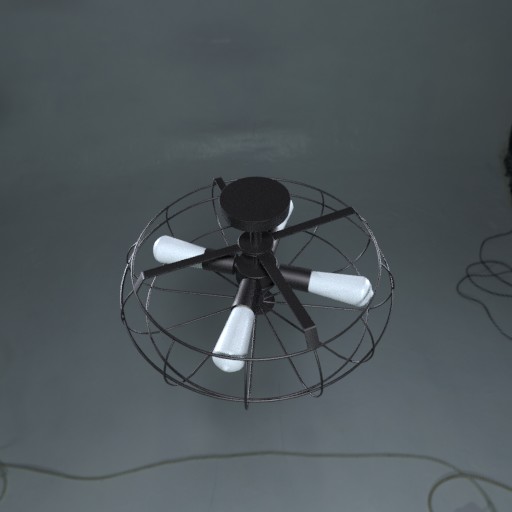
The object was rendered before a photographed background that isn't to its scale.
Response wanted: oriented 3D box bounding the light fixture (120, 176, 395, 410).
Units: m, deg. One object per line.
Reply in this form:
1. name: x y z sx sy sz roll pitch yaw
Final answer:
1. light fixture: 0.000 0.000 0.922 0.582 0.311 0.582 0 46 0
